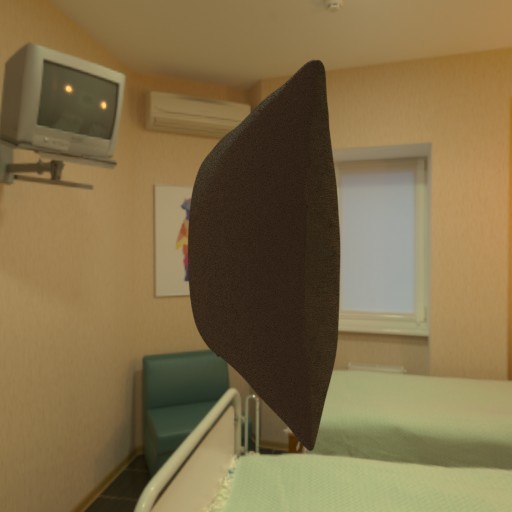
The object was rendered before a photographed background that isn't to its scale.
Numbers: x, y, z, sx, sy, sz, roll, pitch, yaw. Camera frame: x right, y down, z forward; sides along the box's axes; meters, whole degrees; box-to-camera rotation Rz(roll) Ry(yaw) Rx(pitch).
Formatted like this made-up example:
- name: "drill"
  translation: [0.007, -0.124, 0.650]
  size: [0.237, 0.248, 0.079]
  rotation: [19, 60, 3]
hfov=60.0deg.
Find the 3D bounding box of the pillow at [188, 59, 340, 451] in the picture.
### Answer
- name: "pillow"
  translation: [0.000, 0.000, 0.702]
  size: [0.204, 0.439, 0.452]
  rotation: [0, 1, -19]
